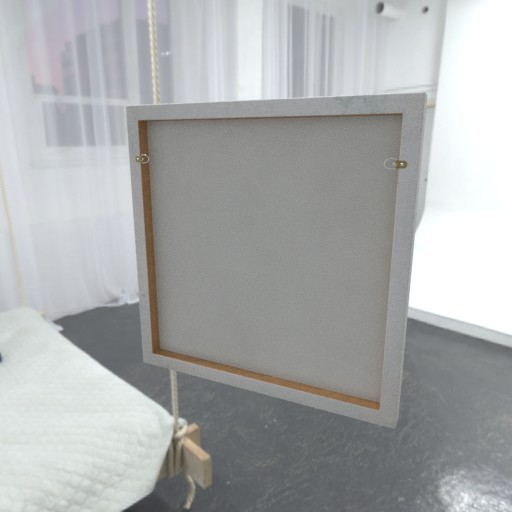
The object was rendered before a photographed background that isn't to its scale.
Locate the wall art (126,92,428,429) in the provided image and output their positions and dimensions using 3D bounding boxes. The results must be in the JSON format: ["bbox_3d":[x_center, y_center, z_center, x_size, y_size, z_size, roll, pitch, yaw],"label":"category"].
[{"bbox_3d":[0.000,0.000,0.920,0.612,0.612,0.040,7,16,25],"label":"wall art"}]
